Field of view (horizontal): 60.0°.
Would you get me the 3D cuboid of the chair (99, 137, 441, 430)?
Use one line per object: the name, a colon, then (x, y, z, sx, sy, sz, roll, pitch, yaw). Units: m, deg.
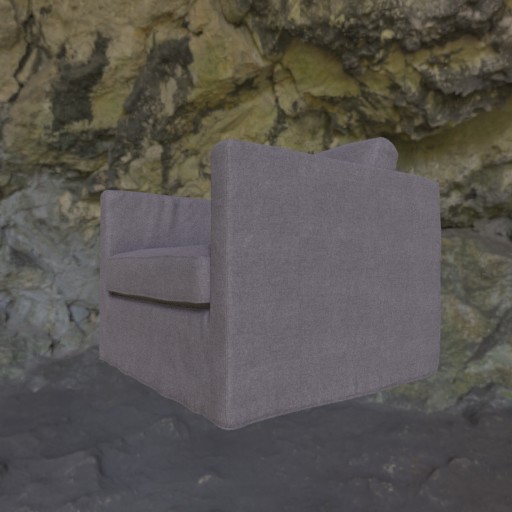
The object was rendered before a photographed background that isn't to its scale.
chair: (0.000, 0.000, 1.748, 0.949, 0.863, 1.057, 1, -1, -36)
